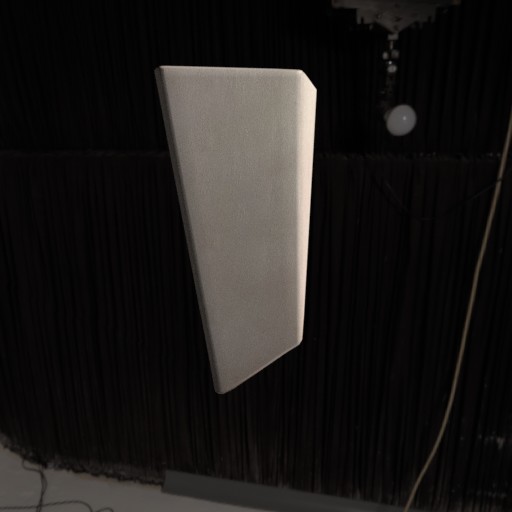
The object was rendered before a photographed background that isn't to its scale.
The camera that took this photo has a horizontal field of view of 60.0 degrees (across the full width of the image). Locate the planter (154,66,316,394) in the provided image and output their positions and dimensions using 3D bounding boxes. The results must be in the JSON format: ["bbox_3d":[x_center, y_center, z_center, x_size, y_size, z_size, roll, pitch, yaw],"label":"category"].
[{"bbox_3d":[0.000,0.000,0.269,0.060,0.197,0.150,3,17,10],"label":"planter"}]
